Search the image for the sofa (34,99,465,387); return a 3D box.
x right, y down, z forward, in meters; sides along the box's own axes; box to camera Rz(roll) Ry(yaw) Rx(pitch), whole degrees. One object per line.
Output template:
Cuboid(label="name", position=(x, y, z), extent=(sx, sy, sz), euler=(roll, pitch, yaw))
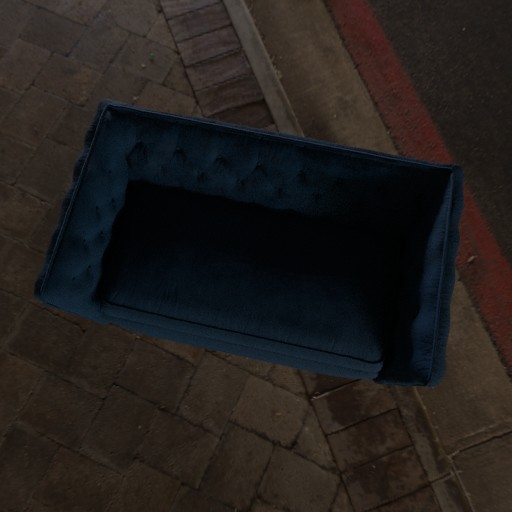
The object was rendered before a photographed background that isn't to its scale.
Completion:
Cuboid(label="sofa", position=(0.000, 0.000, 2.079), extent=(1.583, 0.810, 0.909), euler=(12, 75, 3))
